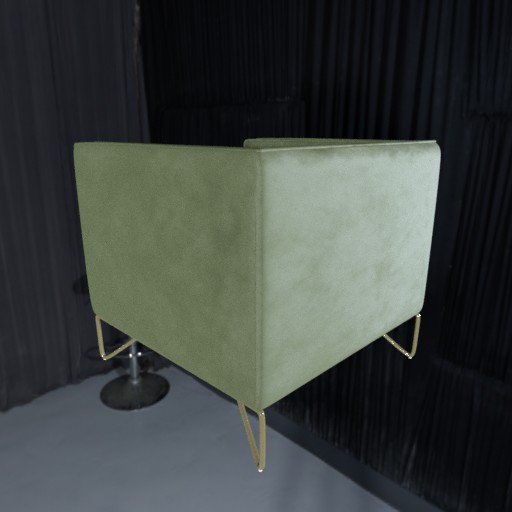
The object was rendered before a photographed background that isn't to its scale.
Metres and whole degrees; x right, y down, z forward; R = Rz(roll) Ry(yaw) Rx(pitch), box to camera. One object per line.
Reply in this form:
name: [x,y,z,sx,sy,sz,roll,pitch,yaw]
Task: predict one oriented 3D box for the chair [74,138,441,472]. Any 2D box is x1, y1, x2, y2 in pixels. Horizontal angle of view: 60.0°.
chair: [0.000,0.000,1.559,0.894,0.790,0.880,15,22,43]
